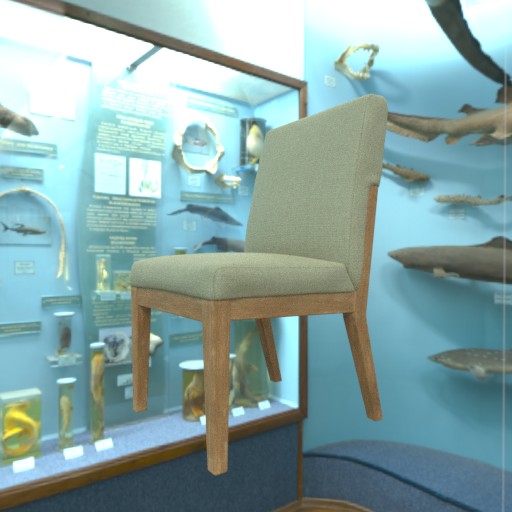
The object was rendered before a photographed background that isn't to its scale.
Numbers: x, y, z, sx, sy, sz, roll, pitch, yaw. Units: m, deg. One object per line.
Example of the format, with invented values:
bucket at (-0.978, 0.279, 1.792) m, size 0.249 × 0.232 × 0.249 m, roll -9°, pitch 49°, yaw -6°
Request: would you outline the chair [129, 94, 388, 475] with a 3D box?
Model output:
chair at (0.000, 0.000, 1.272) m, size 0.586 × 0.911 × 0.507 m, roll 0°, pitch 1°, yaw -36°
